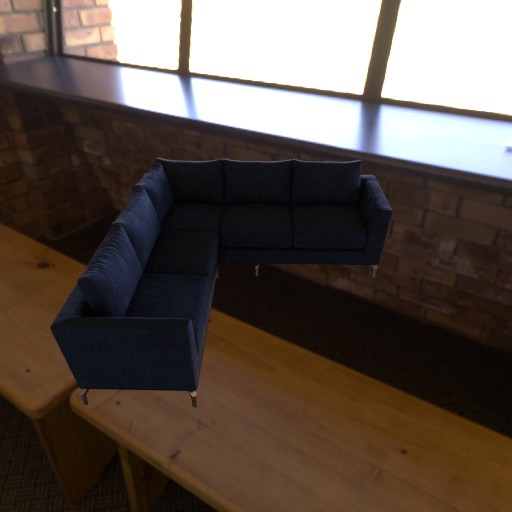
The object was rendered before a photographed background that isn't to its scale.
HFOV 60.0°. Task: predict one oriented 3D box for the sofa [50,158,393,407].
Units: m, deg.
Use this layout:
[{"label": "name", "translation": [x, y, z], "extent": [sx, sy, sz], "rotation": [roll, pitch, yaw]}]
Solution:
[{"label": "sofa", "translation": [0.000, 0.000, 3.842], "extent": [2.463, 0.988, 2.472], "rotation": [1, 33, 1]}]
